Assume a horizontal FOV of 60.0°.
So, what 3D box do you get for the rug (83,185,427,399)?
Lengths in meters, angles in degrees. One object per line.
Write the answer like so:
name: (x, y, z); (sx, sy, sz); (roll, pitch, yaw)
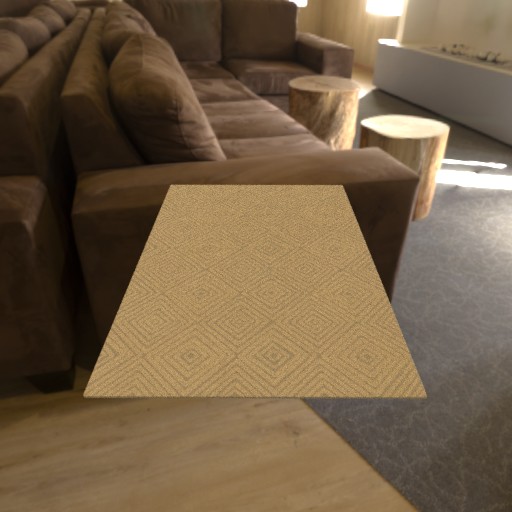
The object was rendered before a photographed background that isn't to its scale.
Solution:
rug: (0.000, 0.000, 2.210); (1.143, 0.008, 1.753); (0, 32, 0)
